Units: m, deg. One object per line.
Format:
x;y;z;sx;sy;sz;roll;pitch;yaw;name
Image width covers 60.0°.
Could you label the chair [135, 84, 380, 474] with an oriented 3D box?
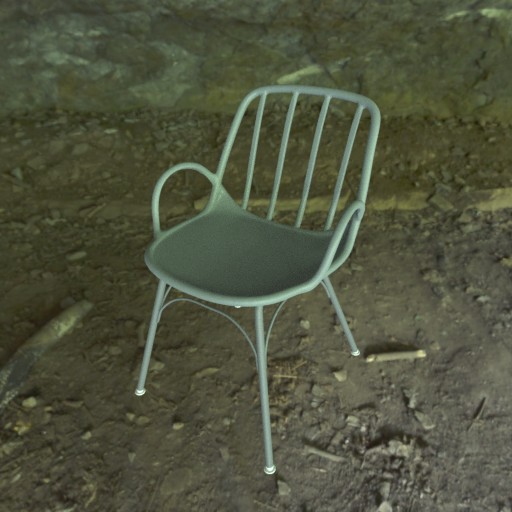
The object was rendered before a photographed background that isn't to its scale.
0.000;0.000;1.227;0.549;0.816;0.597;18;34;29;chair
